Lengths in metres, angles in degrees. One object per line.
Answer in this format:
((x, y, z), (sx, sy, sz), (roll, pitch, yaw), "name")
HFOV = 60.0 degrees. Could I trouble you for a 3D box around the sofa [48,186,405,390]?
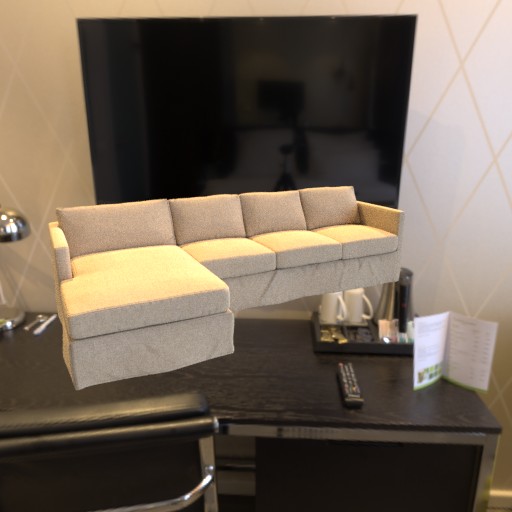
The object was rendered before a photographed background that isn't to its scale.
((0.000, 0.000, 3.818), (3.205, 0.922, 1.650), (-8, 17, -25), "sofa")
